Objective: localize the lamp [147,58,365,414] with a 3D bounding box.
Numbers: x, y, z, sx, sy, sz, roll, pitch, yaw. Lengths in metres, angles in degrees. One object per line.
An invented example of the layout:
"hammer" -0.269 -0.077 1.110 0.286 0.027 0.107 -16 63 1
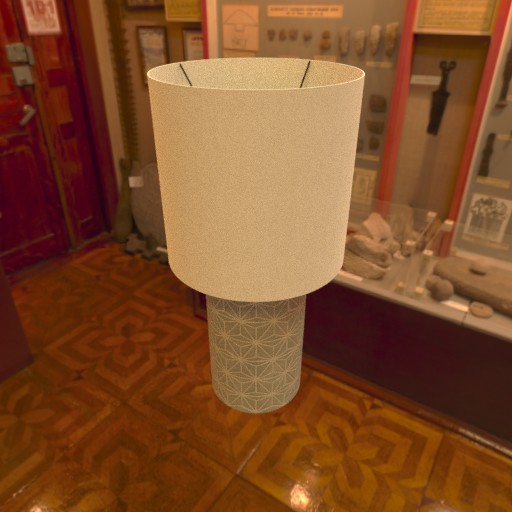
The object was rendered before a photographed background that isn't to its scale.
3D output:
"lamp" 0.000 0.000 0.534 0.206 0.416 0.206 20 36 30
